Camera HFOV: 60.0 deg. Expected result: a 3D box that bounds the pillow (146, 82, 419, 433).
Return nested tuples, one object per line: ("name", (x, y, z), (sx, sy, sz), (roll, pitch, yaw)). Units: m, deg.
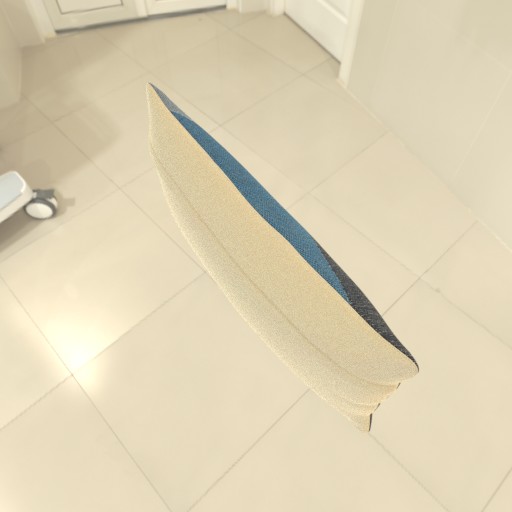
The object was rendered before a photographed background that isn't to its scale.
("pillow", (0.000, 0.000, 0.718), (0.148, 0.307, 0.604), (-32, 63, -19))
